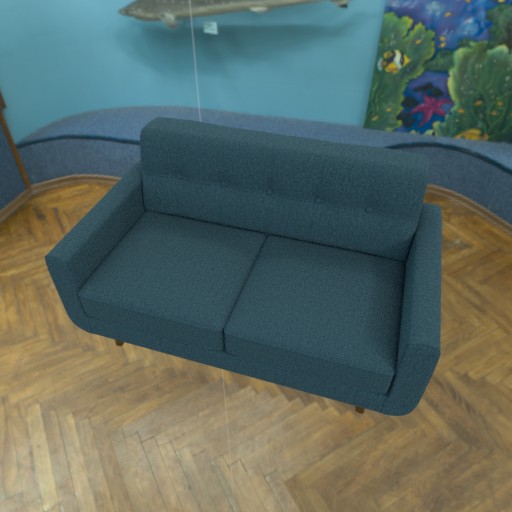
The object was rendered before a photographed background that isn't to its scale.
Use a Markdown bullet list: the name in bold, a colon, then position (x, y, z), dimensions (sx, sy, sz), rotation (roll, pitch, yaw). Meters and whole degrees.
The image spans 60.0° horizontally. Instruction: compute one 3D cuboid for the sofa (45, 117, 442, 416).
- **sofa**: position (0.000, 0.000, 2.150), dimensions (1.651, 0.896, 0.942), rotation (12, 43, 13)
